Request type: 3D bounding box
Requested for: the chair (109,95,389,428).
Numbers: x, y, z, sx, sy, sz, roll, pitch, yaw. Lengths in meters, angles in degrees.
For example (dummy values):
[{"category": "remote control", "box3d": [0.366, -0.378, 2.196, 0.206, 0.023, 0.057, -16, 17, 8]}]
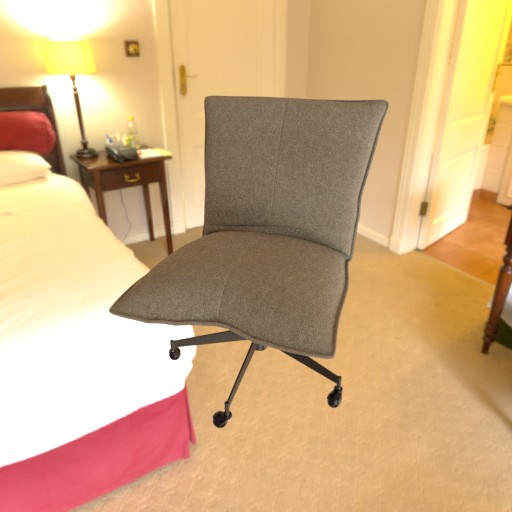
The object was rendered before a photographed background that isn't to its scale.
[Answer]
[{"category": "chair", "box3d": [0.000, 0.000, 1.286, 0.597, 0.811, 0.696, 9, 27, 18]}]
